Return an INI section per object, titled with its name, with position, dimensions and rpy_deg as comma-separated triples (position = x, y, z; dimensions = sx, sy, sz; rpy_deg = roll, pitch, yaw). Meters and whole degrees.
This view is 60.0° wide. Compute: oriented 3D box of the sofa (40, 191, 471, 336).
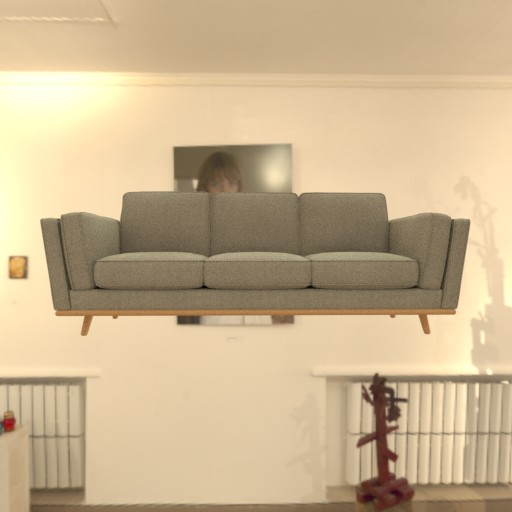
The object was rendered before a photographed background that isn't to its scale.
[sofa]
position = 0.000, 0.000, 2.851
dimensions = 2.362, 0.899, 0.903
rpy_deg = 0, 1, -1
